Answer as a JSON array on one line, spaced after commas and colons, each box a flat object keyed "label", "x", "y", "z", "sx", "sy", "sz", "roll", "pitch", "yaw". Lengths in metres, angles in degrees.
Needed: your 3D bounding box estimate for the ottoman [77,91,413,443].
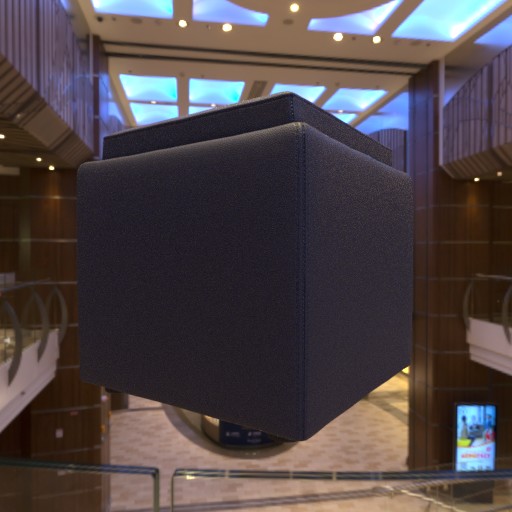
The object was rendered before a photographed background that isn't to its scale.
[{"label": "ottoman", "x": 0.000, "y": 0.000, "z": 0.805, "sx": 0.450, "sy": 0.460, "sz": 0.451, "roll": 0, "pitch": 1, "yaw": 35}]
